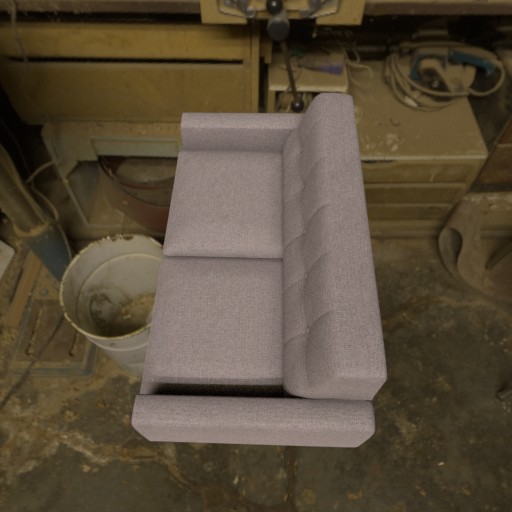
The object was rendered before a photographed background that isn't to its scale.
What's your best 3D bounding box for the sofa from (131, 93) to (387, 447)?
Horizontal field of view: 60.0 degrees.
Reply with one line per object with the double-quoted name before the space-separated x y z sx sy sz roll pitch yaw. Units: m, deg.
"sofa" 0.000 0.000 2.120 0.909 0.841 1.631 1 59 1
